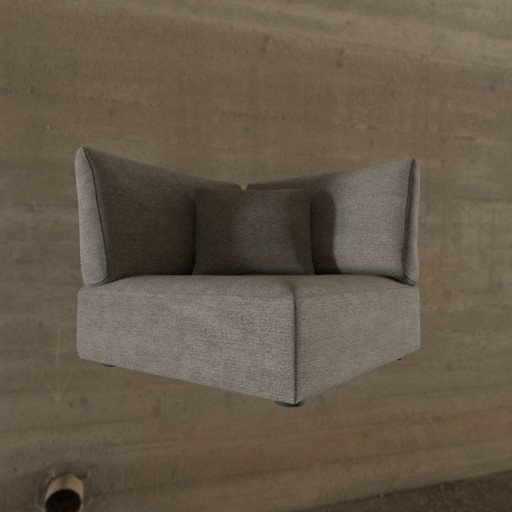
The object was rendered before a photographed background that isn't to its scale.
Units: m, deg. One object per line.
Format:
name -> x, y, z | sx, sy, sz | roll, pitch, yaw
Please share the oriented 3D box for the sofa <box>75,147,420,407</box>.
sofa -> 0.000, 0.000, 1.737 | 1.000, 0.820, 1.000 | -1, -2, 37
